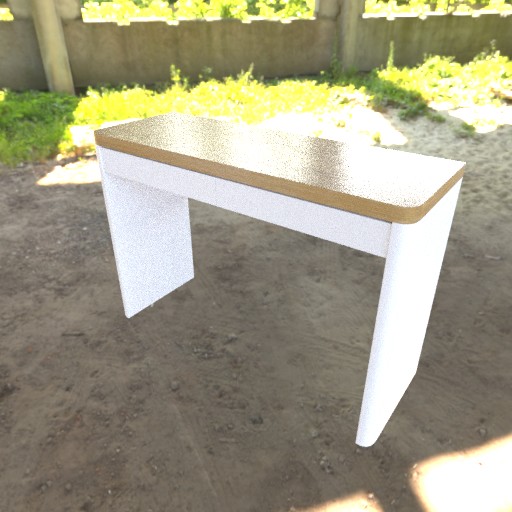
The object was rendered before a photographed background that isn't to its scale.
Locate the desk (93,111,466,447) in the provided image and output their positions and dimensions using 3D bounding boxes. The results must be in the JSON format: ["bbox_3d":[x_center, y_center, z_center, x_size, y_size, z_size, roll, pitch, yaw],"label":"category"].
[{"bbox_3d":[0.000,0.000,1.512,1.100,0.760,0.390,20,35,31],"label":"desk"}]
